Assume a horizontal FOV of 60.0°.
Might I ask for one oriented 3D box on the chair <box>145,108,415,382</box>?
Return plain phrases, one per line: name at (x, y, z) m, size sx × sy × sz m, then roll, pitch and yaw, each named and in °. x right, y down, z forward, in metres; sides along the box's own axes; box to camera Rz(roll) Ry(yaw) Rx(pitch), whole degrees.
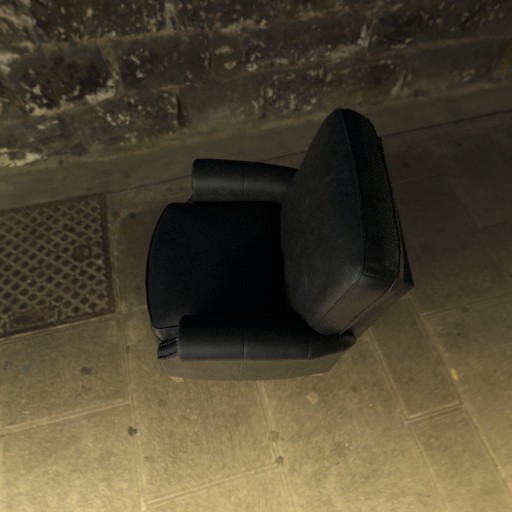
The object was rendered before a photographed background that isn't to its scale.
chair at (0.000, 0.000, 1.838) m, size 0.986 × 1.018 × 0.936 m, roll 0°, pitch 58°, yaw 0°
